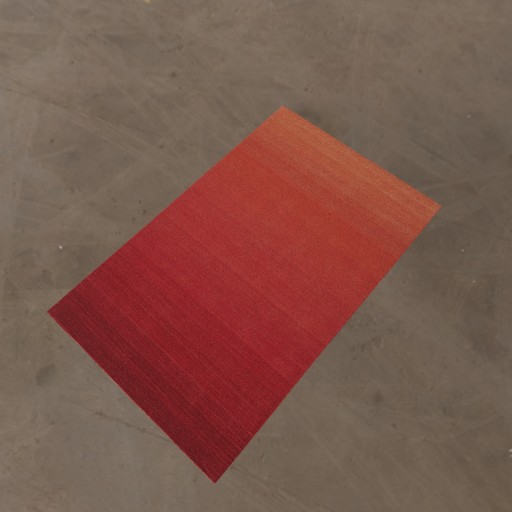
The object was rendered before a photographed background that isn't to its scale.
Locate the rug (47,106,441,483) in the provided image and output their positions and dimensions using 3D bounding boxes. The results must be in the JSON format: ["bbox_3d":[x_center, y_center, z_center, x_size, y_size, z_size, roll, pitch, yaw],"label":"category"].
[{"bbox_3d":[0.000,0.000,3.102,1.531,0.010,2.442,38,69,17],"label":"rug"}]
